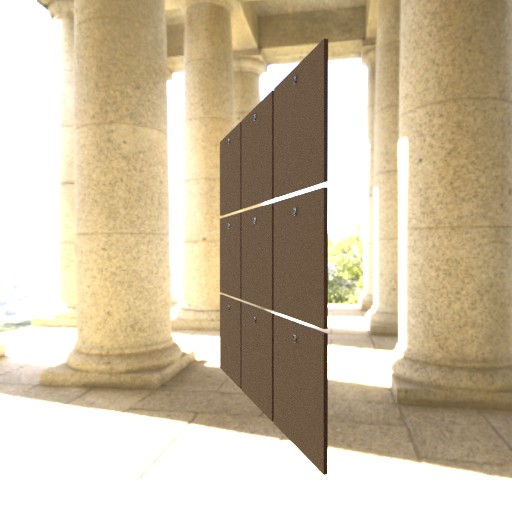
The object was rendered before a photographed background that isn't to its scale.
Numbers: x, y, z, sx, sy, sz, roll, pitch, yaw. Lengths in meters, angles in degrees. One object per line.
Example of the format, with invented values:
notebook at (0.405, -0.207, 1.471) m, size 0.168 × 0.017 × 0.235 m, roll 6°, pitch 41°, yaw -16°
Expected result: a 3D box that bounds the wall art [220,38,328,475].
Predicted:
wall art at (0.000, 0.000, 1.815) m, size 0.019 × 1.218 × 1.221 m, roll 0°, pitch 0°, yaw -18°
